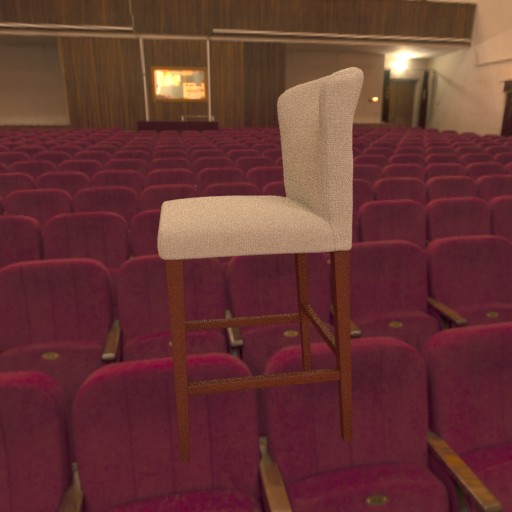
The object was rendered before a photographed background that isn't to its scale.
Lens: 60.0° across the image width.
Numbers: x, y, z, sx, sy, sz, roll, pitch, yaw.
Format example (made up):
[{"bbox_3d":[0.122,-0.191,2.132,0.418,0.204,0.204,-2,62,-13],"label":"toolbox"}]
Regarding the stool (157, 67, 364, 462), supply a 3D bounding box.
[{"bbox_3d":[0.000,0.000,1.359,0.568,1.069,0.481,-3,16,-10],"label":"stool"}]
